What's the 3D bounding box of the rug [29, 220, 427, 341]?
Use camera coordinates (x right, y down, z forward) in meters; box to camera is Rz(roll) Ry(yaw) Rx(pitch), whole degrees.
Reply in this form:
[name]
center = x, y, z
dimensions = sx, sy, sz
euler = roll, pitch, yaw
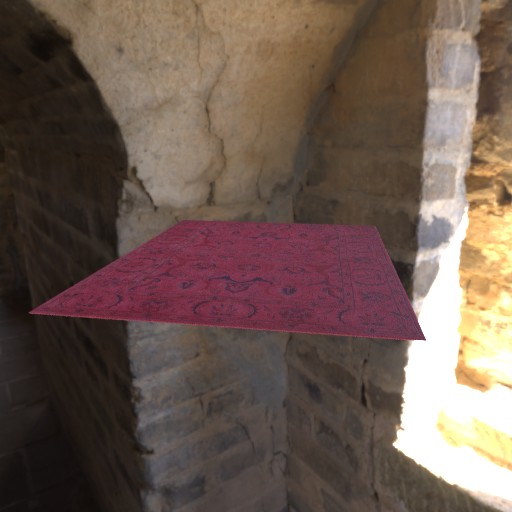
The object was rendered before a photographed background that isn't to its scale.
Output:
[rug]
center = 0.000, 0.000, 3.886
dimensions = 2.300, 0.012, 2.929
euler = 3, 16, 9
